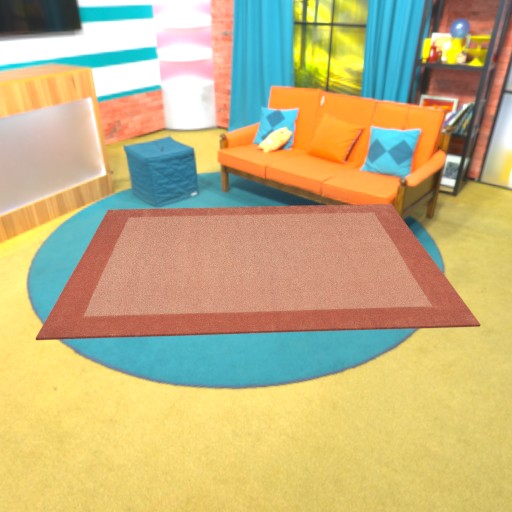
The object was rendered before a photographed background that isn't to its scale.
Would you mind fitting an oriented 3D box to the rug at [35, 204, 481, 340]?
[{"bbox_3d":[0.000,0.000,2.336,1.829,0.014,1.219,-1,31,-2],"label":"rug"}]
